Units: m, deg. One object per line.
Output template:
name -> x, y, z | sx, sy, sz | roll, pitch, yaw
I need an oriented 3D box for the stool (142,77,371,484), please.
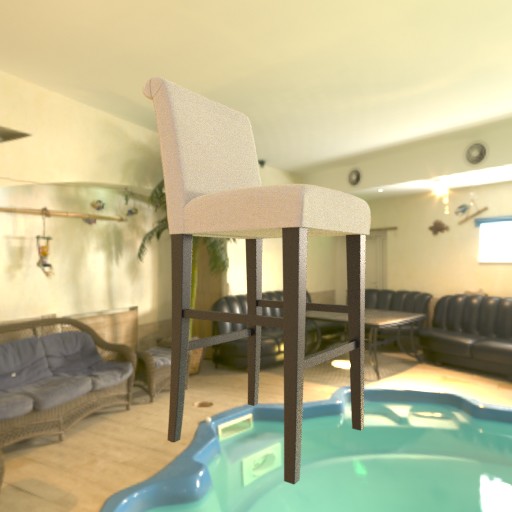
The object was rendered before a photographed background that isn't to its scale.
stool -> 0.000, 0.000, 1.421 | 0.597, 1.124, 0.452 | 0, -1, 36
